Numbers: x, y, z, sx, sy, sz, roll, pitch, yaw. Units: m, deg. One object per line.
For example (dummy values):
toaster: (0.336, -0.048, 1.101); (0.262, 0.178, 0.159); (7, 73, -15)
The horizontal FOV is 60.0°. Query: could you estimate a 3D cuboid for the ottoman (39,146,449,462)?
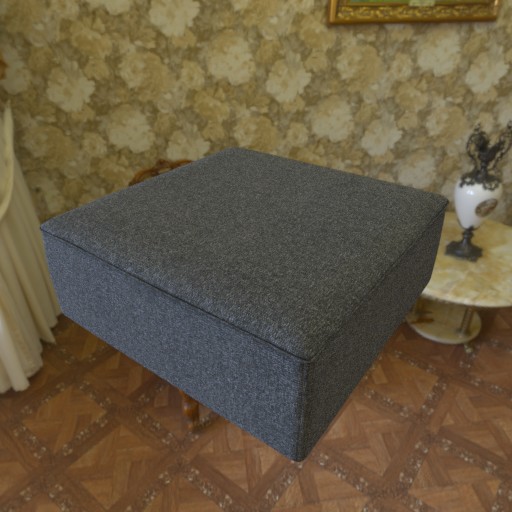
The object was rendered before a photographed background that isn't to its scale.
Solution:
ottoman: (0.000, 0.000, 1.574); (1.021, 0.423, 1.017); (21, 37, 31)
